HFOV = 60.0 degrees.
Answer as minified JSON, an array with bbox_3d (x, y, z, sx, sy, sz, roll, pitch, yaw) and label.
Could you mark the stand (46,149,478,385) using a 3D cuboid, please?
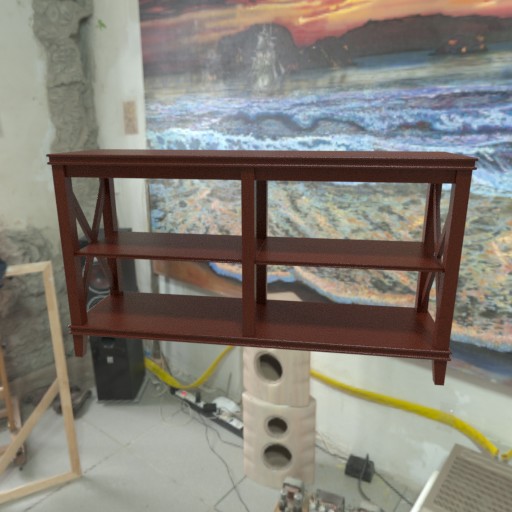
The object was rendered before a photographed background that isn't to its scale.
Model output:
[{"bbox_3d":[0.000,0.000,1.677,1.372,0.762,0.381,2,16,8],"label":"stand"}]
